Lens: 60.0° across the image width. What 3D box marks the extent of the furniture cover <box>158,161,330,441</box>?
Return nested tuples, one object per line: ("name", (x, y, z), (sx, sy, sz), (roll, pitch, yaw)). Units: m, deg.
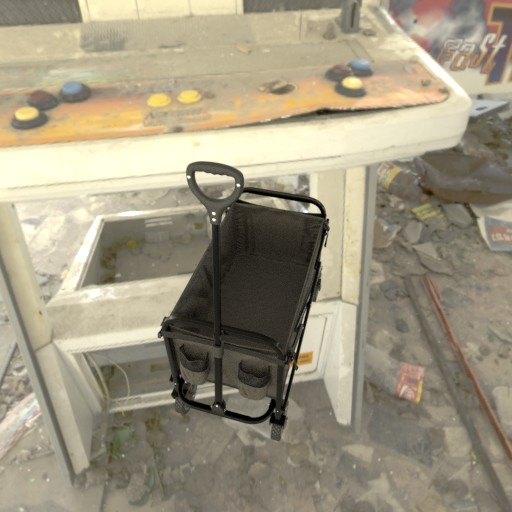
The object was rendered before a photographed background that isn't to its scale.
("furniture cover", (0.000, 0.000, 1.808), (0.532, 1.295, 1.038), (11, 44, 12))
